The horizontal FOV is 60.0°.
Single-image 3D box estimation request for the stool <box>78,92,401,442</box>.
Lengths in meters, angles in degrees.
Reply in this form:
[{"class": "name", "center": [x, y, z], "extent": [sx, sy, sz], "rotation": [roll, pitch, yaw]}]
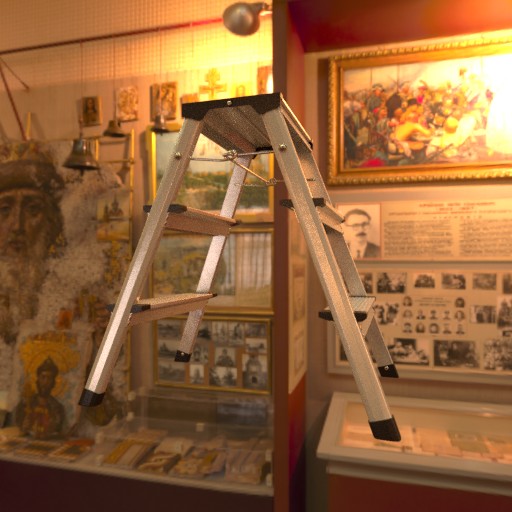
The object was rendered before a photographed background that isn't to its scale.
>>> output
[{"class": "stool", "center": [0.000, 0.000, 1.013], "extent": [0.622, 0.605, 0.437], "rotation": [0, -1, 17]}]
